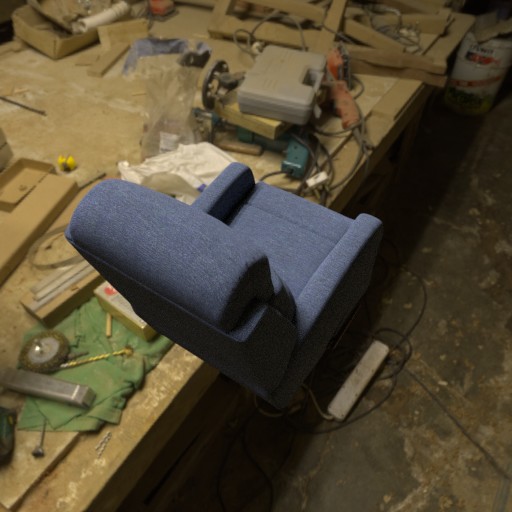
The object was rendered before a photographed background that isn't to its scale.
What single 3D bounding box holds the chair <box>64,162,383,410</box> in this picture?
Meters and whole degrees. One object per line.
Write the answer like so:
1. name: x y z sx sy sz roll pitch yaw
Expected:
1. chair: 0.000 0.000 1.725 0.798 1.013 1.043 26 53 22
